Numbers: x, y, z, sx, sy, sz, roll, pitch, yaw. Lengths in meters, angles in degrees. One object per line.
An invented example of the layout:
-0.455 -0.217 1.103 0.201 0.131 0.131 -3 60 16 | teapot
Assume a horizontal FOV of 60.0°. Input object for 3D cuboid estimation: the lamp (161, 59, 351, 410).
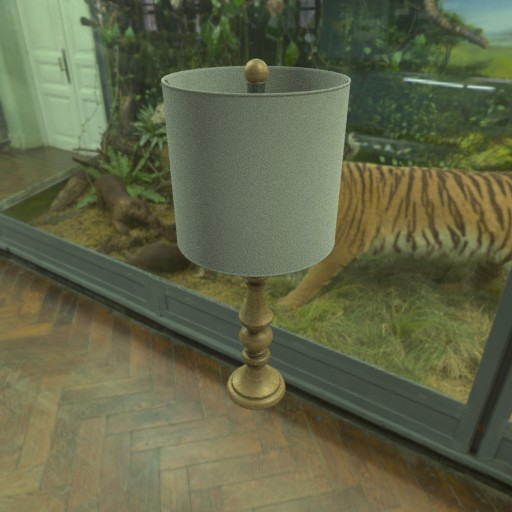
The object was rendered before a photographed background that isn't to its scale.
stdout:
0.000 0.000 0.732 0.250 0.597 0.250 1 30 2 | lamp
